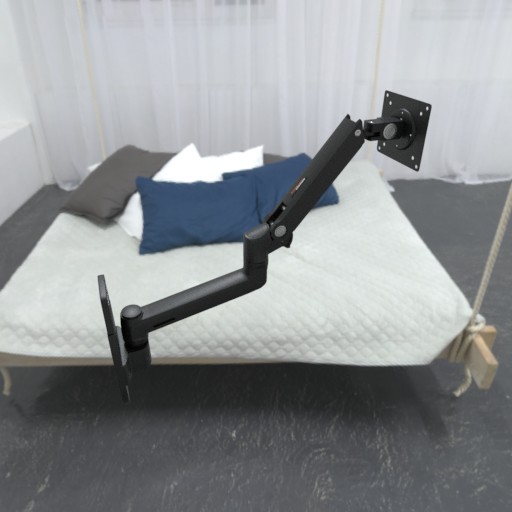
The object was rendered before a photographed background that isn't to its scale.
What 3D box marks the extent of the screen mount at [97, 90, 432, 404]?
[{"bbox_3d":[0.000,0.000,0.726,0.495,0.466,0.115,-11,33,-17],"label":"screen mount"}]
